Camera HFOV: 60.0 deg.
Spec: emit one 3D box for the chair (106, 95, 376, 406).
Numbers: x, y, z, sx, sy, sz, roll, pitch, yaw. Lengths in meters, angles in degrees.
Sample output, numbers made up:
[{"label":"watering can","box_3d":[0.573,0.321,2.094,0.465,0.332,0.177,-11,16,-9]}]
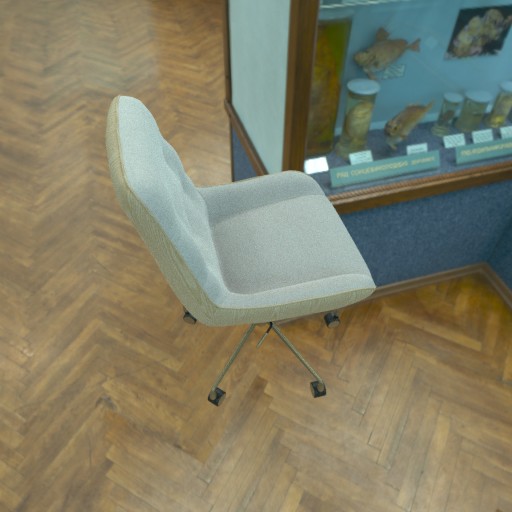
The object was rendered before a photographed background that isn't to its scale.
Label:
[{"label":"chair","box_3d":[0.000,0.000,1.338,0.668,0.952,0.564,-11,48,-10]}]
